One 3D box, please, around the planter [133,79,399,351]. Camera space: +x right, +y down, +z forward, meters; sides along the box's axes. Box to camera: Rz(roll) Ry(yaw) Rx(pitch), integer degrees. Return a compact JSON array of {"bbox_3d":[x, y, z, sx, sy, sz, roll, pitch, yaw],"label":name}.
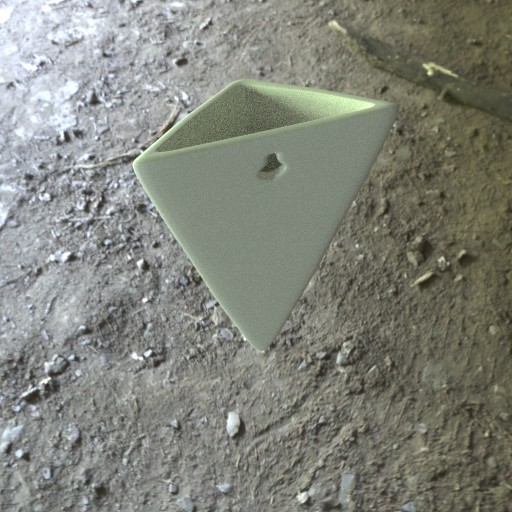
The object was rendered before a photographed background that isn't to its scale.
[{"bbox_3d":[0.000,0.000,0.384,0.143,0.338,0.065,-15,60,-9],"label":"planter"}]
